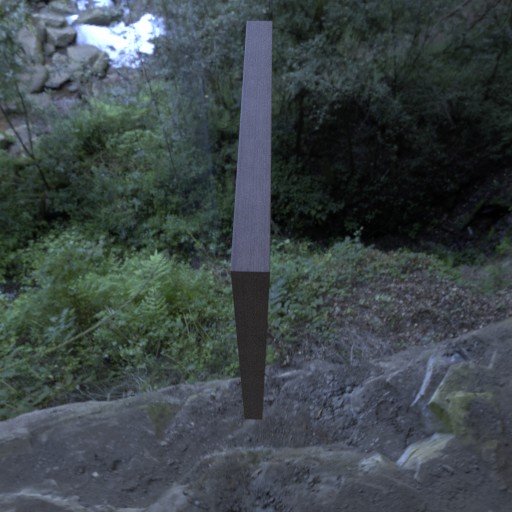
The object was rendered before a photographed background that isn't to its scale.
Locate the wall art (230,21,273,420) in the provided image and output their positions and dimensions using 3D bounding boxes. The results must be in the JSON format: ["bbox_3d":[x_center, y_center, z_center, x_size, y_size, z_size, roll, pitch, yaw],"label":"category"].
[{"bbox_3d":[0.000,0.000,0.658,0.031,0.509,0.356,1,57,1],"label":"wall art"}]
